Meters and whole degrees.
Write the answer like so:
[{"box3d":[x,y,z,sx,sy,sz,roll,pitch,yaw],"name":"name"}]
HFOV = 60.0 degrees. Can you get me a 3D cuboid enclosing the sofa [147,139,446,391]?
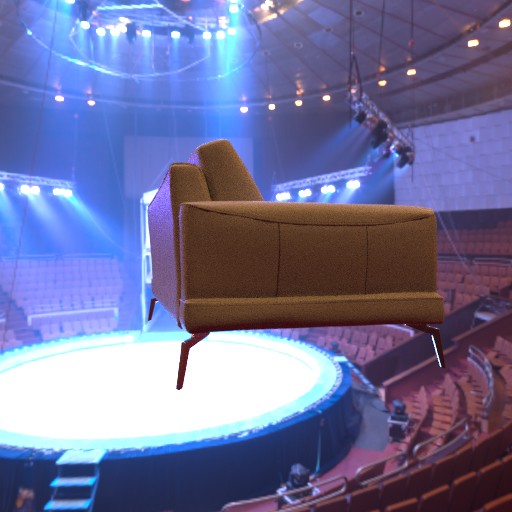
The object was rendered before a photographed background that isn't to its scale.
[{"box3d":[0.000,0.000,2.507,1.121,0.930,1.819,0,0,-17],"name":"sofa"}]
